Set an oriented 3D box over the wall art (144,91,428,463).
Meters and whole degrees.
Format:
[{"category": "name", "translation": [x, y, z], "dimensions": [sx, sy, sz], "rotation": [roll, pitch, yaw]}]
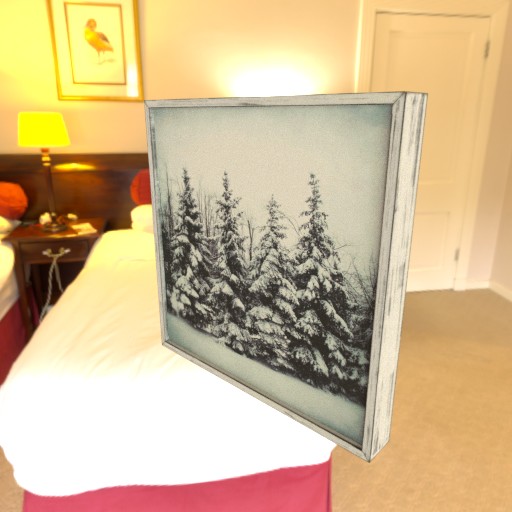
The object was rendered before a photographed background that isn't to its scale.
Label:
[{"category": "wall art", "translation": [0.000, 0.000, 0.450], "dimensions": [0.303, 0.303, 0.036], "rotation": [16, 24, 40]}]
